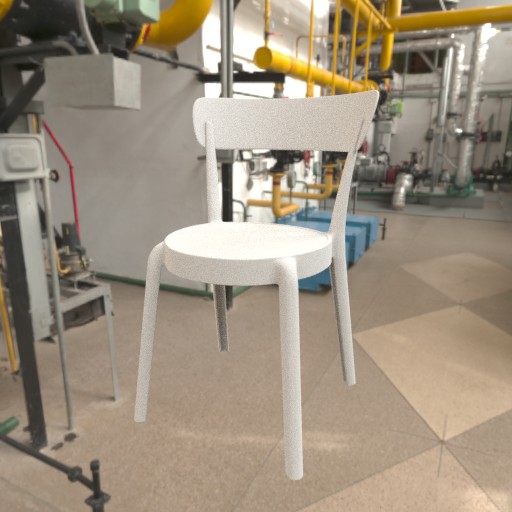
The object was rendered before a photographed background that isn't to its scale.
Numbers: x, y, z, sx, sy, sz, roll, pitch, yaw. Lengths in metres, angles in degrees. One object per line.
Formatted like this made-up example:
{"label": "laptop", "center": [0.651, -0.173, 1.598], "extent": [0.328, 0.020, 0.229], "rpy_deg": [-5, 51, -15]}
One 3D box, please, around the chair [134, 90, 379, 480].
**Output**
{"label": "chair", "center": [0.000, 0.000, 1.115], "extent": [0.506, 0.790, 0.491], "rpy_deg": [8, 17, 26]}
